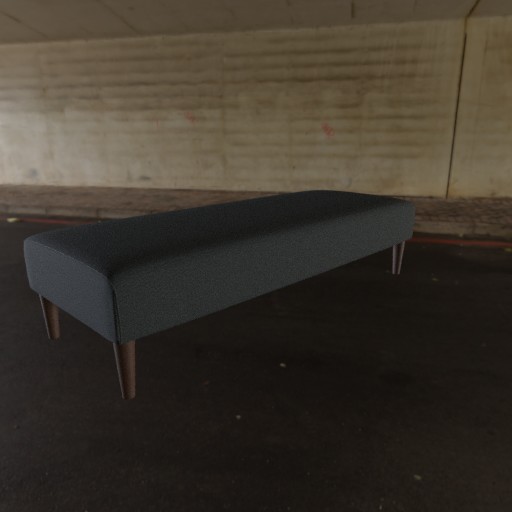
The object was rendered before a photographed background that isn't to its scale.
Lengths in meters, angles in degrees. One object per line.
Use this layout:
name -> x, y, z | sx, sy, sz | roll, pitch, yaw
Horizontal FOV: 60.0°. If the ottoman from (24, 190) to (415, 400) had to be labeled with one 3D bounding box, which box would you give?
ottoman -> 0.000, 0.000, 1.855 | 0.646, 0.393, 1.609 | 15, 22, 42
